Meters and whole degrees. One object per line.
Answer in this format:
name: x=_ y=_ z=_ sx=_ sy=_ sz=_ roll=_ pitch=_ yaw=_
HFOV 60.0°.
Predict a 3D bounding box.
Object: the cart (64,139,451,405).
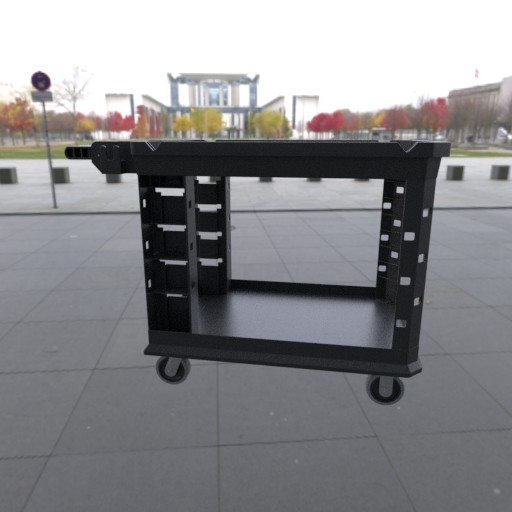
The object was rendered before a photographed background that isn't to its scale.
cart: x=0.000 y=0.000 z=1.754 sx=1.239 sy=0.884 sz=0.674 roll=3 pitch=15 yaw=10
